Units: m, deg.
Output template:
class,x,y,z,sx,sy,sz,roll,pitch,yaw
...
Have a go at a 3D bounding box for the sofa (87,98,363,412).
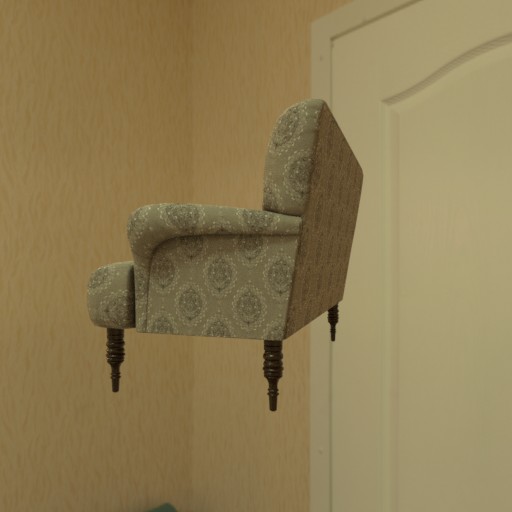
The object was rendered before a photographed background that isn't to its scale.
class,x,y,z,sx,sy,sz,roll,pitch,yaw
sofa,0.000,0.000,1.862,0.779,0.889,1.297,0,0,19
